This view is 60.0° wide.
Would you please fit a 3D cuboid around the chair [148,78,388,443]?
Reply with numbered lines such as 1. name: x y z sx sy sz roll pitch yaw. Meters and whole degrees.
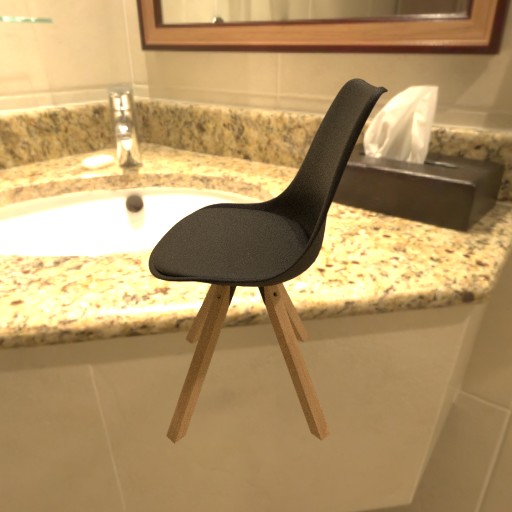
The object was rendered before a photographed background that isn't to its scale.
1. chair: 0.000 0.000 1.162 0.549 0.850 0.485 -1 26 -1
